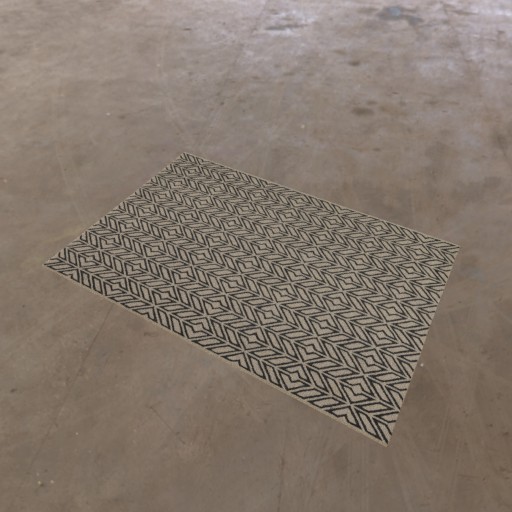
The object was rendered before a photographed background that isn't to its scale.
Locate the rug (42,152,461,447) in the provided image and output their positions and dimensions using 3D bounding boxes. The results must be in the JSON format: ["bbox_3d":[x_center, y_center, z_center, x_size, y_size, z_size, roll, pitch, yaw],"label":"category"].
[{"bbox_3d":[0.000,0.000,2.320,1.828,0.007,1.220,22,50,21],"label":"rug"}]
